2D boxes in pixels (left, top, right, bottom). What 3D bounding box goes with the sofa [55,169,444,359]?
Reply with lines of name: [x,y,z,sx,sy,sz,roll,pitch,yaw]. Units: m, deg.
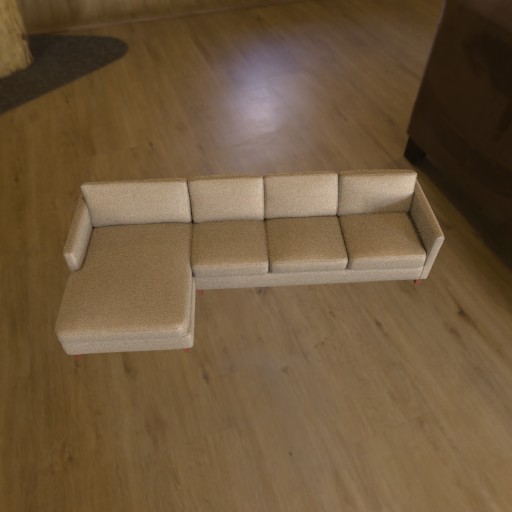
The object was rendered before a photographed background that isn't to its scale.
sofa: [0.000,0.000,3.893,3.201,0.876,1.502,-3,48,-2]
